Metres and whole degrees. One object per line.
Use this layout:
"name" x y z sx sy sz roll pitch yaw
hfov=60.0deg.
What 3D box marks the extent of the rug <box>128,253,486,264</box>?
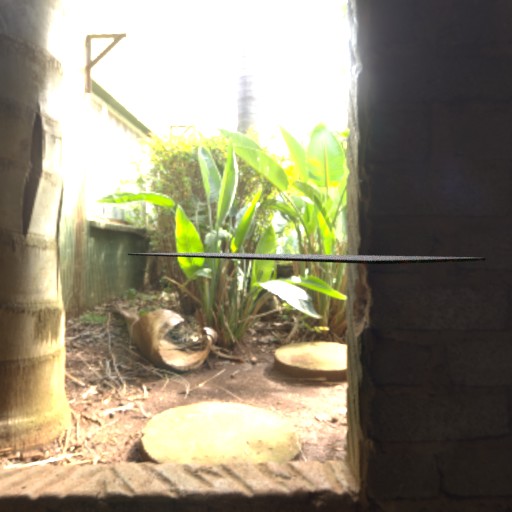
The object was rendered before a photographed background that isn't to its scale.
"rug" 0.000 0.000 2.532 0.686 0.013 2.286 -1 1 -36
